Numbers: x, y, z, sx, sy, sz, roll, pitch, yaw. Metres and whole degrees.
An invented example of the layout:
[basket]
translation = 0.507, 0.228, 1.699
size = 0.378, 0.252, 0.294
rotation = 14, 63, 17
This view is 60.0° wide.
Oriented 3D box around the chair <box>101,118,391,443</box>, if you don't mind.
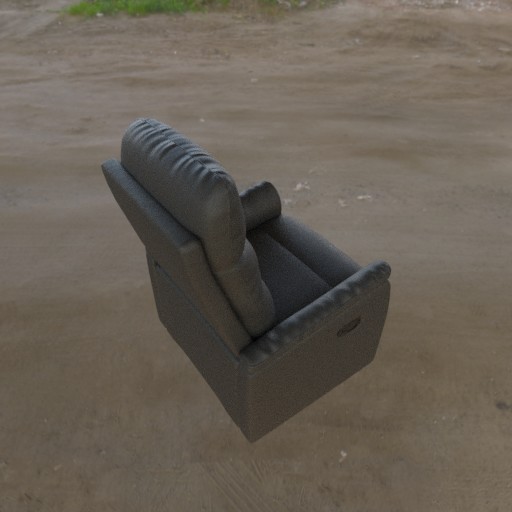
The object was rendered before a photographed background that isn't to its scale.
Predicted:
[chair]
translation = 0.000, 0.000, 1.670
size = 0.831, 1.082, 0.775
rotation = -25, 46, -27
